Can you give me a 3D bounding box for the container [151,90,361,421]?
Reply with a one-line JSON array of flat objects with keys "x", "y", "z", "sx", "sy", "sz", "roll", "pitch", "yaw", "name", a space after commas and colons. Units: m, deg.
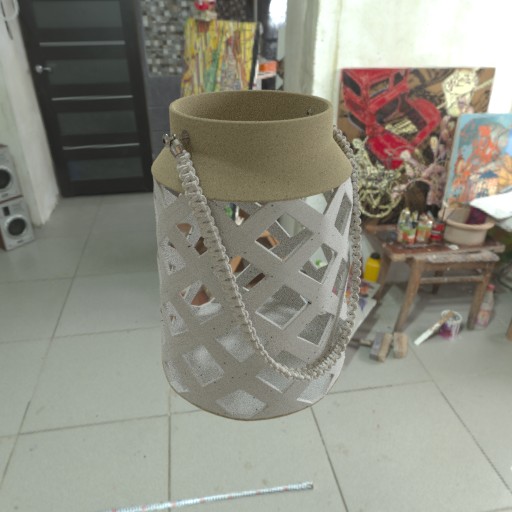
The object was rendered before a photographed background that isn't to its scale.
[{"x": 0.000, "y": 0.000, "z": 0.347, "sx": 0.163, "sy": 0.229, "sz": 0.172, "roll": -22, "pitch": 36, "yaw": -33, "name": "container"}]
